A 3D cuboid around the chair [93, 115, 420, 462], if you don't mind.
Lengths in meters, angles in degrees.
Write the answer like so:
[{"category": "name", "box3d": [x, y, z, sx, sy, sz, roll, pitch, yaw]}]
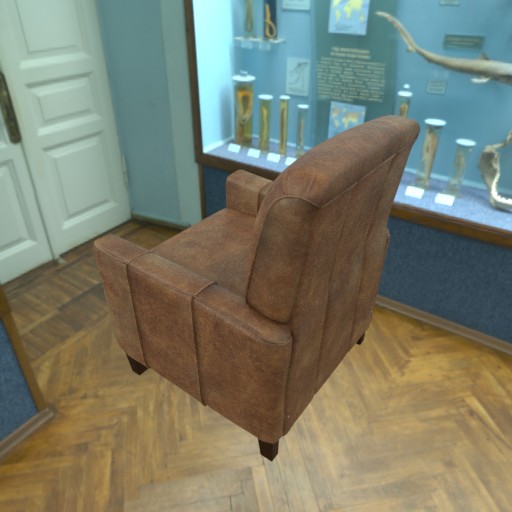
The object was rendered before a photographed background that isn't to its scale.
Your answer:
[{"category": "chair", "box3d": [0.000, 0.000, 1.648, 0.836, 1.043, 0.843, 22, 38, 30]}]
